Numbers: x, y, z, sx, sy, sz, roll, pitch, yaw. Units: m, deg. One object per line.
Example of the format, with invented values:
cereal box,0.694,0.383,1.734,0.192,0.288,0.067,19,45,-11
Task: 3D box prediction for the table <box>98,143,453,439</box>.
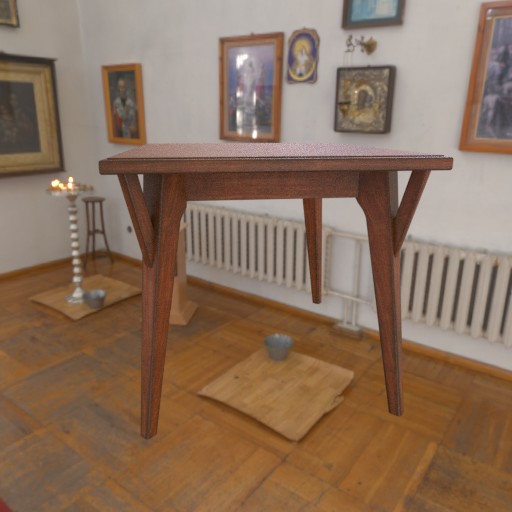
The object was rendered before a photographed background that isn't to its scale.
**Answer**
table,0.000,0.000,1.603,0.838,0.761,0.991,-2,16,-8
